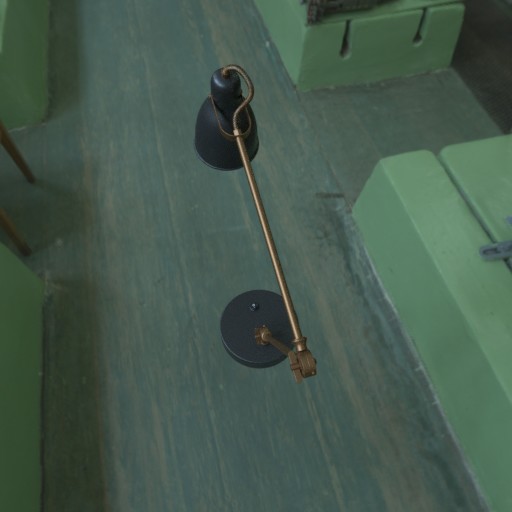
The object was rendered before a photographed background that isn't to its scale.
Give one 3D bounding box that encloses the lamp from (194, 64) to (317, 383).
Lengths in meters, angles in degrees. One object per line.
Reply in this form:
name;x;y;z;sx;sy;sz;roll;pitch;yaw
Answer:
lamp;0.000;0.000;0.843;0.187;0.587;0.561;-13;58;-8
